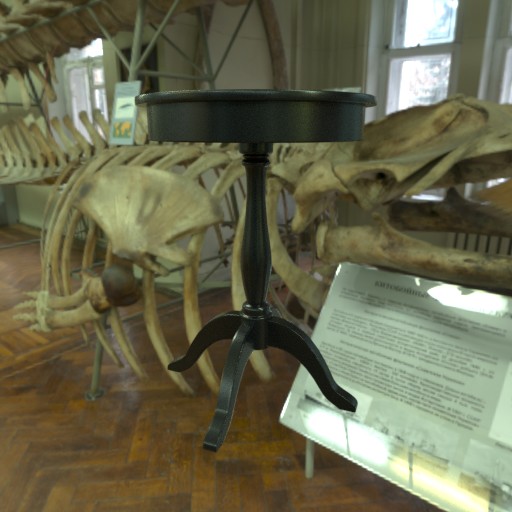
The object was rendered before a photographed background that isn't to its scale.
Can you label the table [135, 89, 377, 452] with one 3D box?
[{"bbox_3d":[0.000,0.000,0.991,0.481,0.665,0.481,0,16,0],"label":"table"}]
